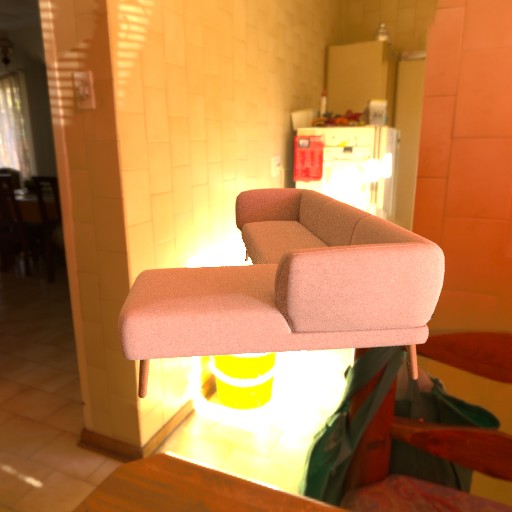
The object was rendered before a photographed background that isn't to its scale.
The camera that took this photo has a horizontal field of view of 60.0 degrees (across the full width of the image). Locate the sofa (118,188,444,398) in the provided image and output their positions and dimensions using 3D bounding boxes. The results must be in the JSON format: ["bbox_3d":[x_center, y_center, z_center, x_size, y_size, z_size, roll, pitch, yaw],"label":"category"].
[{"bbox_3d":[0.000,0.000,3.285,1.610,0.730,2.660,-2,15,-7],"label":"sofa"}]
